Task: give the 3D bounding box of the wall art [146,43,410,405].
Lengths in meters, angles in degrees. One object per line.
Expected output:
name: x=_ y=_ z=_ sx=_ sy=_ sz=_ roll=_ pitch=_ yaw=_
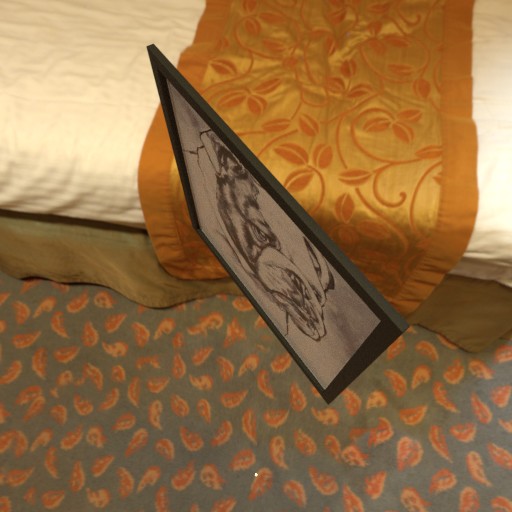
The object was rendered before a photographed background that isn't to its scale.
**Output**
wall art: x=0.000 y=0.000 z=0.985 sx=0.016 sy=0.659 sz=0.663 roll=-33 pitch=68 yaw=-15
